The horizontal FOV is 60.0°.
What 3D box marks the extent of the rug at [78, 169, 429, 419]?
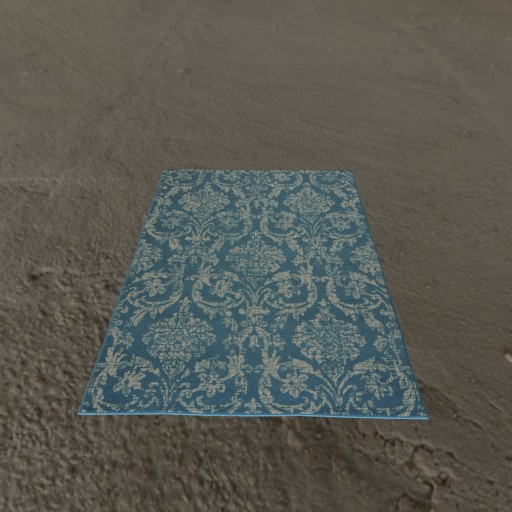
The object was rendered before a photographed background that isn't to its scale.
[{"bbox_3d":[0.000,0.000,2.800,1.554,0.012,2.205,1,40,1],"label":"rug"}]
